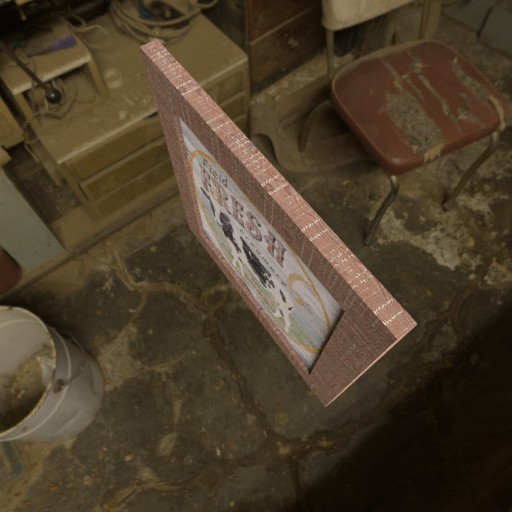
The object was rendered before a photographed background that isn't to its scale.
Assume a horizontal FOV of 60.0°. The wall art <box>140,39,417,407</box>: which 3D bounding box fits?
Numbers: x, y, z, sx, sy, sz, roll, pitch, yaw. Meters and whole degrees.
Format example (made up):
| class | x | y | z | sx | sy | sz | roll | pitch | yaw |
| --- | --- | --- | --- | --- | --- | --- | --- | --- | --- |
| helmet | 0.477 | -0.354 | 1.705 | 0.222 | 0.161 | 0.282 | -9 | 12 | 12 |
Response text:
| class | x | y | z | sx | sy | sz | roll | pitch | yaw |
| --- | --- | --- | --- | --- | --- | --- | --- | --- | --- |
| wall art | 0.000 | 0.000 | 0.788 | 0.029 | 0.531 | 0.531 | -33 | 69 | -15 |
